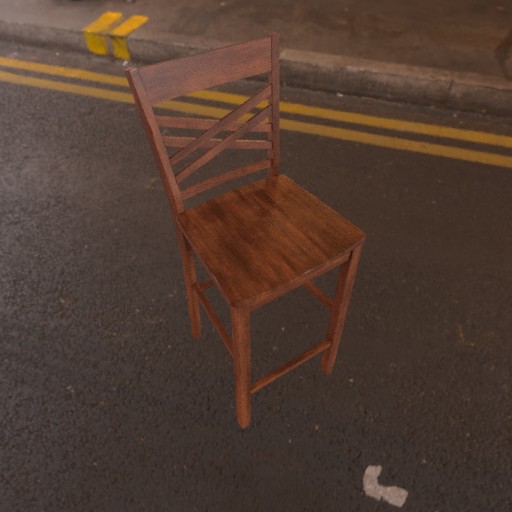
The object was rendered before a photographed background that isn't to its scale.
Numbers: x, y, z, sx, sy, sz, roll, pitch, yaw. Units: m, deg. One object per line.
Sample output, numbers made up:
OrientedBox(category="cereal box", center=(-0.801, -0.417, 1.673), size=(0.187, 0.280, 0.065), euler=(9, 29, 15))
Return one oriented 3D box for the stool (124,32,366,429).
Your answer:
OrientedBox(category="stool", center=(0.000, 0.000, 1.376), size=(0.433, 1.105, 0.487), euler=(-25, 51, -22))
